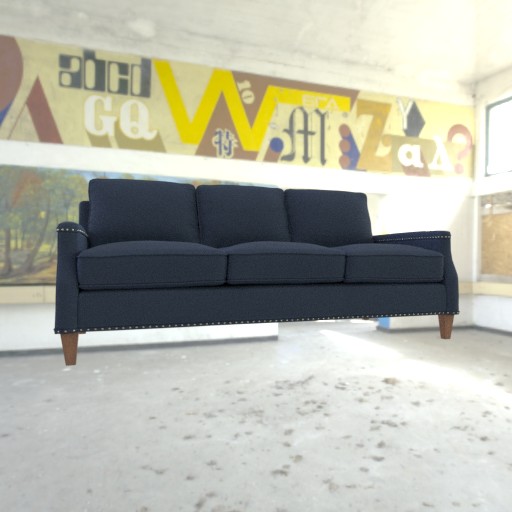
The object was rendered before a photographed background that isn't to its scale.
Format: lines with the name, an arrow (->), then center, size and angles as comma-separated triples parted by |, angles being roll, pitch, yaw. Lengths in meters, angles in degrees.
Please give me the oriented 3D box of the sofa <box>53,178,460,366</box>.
sofa -> 0.000, 0.000, 2.808 | 2.246, 1.003, 1.084 | 0, 0, -18
